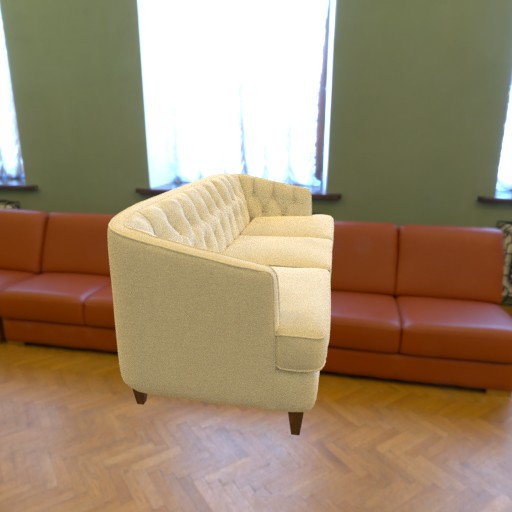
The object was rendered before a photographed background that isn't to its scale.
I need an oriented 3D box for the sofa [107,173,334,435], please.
[{"bbox_3d":[0.000,0.000,2.743,0.941,0.855,2.278,3,17,10],"label":"sofa"}]
